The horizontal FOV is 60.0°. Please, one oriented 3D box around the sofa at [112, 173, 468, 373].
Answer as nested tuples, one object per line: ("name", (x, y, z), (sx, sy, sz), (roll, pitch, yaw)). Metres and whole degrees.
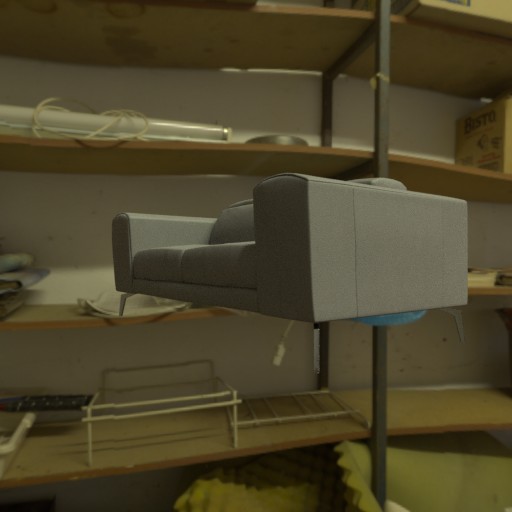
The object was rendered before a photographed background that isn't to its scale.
("sofa", (0.000, 0.000, 2.434), (1.003, 0.779, 1.895), (0, -1, -36))
